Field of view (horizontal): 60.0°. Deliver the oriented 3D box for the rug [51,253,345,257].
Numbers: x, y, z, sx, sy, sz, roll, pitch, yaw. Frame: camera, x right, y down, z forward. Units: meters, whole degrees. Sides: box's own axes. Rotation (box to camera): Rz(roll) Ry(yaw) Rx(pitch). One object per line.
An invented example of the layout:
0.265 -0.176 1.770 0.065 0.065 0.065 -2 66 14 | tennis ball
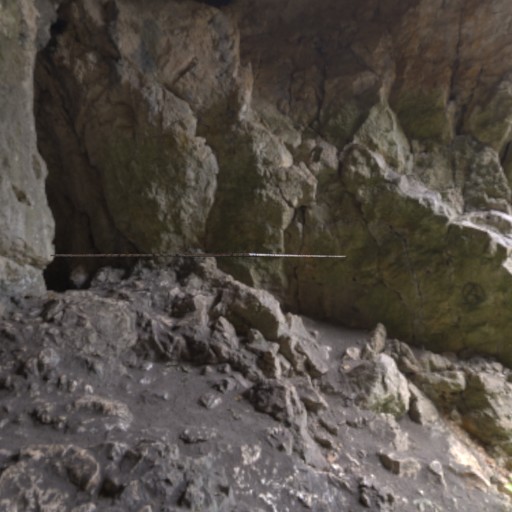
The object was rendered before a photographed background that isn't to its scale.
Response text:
0.000 0.000 2.640 0.771 0.009 2.443 0 0 18 | rug
